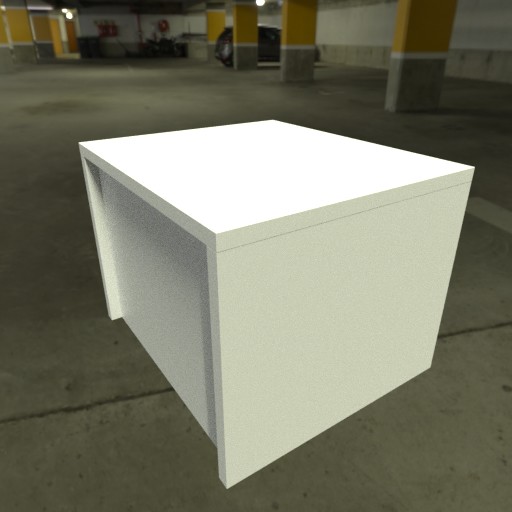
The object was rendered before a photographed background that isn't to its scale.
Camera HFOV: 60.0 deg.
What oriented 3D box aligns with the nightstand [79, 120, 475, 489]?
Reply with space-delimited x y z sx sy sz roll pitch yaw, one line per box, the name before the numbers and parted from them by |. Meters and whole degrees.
nightstand | 0.000 0.000 0.758 0.408 0.351 0.470 -17 31 -30
